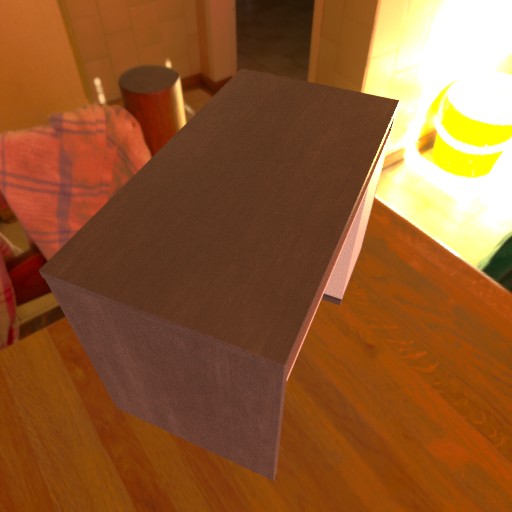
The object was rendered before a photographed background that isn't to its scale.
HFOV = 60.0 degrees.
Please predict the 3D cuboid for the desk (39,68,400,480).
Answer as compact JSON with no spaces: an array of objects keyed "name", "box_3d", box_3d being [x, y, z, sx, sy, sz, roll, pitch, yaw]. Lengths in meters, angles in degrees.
[{"name":"desk","box_3d":[0.000,0.000,1.543,0.600,0.750,1.100,18,50,16]}]
